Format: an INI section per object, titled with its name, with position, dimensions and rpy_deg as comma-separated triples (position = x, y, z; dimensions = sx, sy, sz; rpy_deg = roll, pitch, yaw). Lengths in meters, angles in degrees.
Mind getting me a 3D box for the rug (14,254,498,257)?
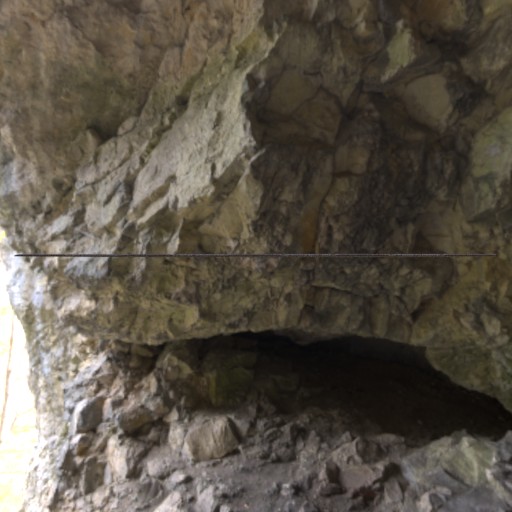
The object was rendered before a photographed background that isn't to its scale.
[rug]
position = 0.000, 0.000, 3.013
dimensions = 2.457, 0.012, 1.541
rpy_deg = 0, 0, 1
